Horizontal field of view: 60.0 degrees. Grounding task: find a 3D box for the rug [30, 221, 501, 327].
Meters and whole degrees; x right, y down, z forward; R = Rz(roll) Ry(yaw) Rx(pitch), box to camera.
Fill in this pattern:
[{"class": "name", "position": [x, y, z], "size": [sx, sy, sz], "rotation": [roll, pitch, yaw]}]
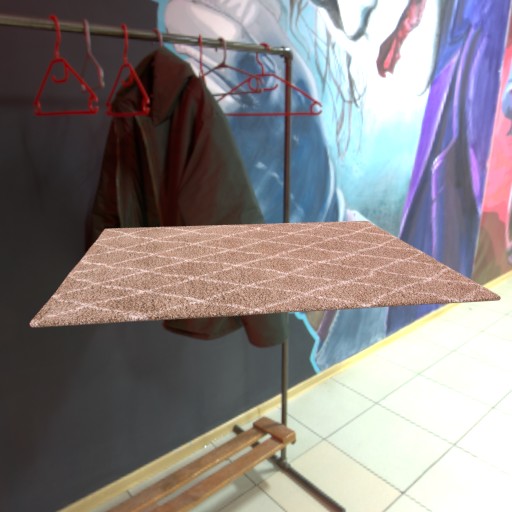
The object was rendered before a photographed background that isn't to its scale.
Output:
[{"class": "rug", "position": [0.000, 0.000, 3.961], "size": [3.047, 0.029, 2.438], "rotation": [-2, 17, -8]}]
